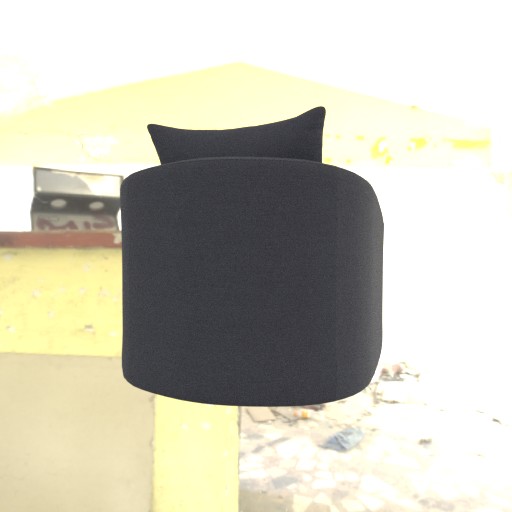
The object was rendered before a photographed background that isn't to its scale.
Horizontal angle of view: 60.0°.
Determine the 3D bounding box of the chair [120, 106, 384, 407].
[{"bbox_3d":[0.000,0.000,1.582,0.845,0.848,0.910,0,0,19],"label":"chair"}]
